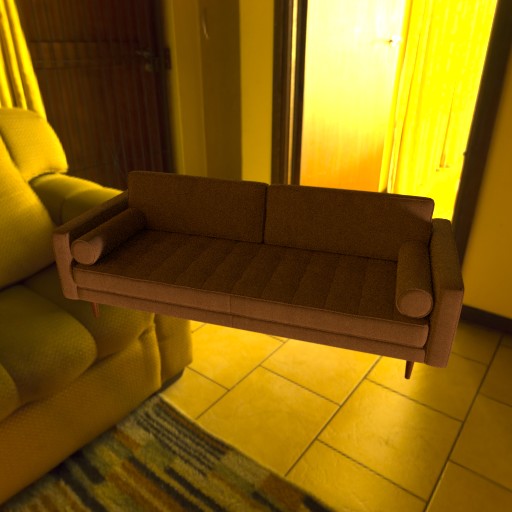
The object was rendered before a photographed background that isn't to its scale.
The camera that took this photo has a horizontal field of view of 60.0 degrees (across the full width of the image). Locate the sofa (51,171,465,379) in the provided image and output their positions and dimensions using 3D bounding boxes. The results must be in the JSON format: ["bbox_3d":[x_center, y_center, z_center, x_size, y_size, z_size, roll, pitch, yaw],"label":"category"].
[{"bbox_3d":[0.000,0.000,2.663,2.200,0.770,0.919,8,27,16],"label":"sofa"}]
